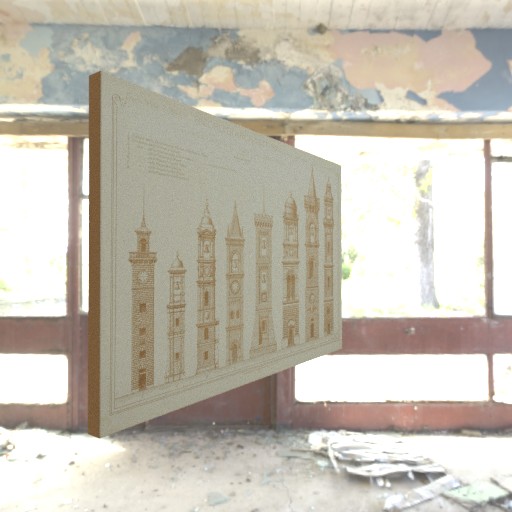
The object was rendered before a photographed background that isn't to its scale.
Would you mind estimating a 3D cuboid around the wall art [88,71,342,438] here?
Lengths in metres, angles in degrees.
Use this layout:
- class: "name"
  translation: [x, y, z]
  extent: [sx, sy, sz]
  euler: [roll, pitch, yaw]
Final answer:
- class: "wall art"
  translation: [0.000, 0.000, 1.111]
  extent: [0.033, 0.608, 0.915]
  euler: [0, -1, 36]
